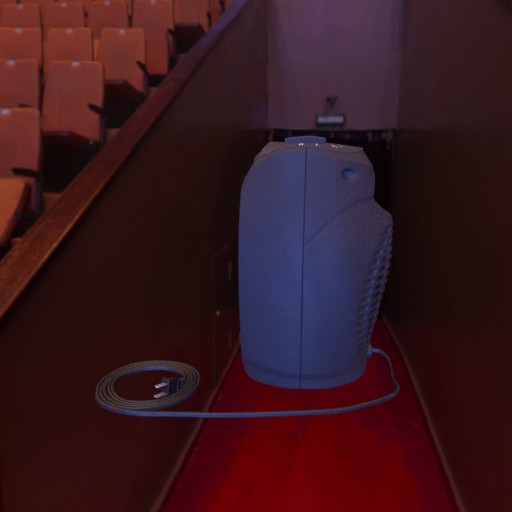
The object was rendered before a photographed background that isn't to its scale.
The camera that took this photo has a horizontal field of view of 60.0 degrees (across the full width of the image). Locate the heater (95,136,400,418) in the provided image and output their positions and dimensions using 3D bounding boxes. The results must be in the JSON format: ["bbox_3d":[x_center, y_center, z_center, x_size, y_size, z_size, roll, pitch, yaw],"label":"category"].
[{"bbox_3d":[0.000,0.000,0.461,0.291,0.240,0.239,2,13,8],"label":"heater"}]
